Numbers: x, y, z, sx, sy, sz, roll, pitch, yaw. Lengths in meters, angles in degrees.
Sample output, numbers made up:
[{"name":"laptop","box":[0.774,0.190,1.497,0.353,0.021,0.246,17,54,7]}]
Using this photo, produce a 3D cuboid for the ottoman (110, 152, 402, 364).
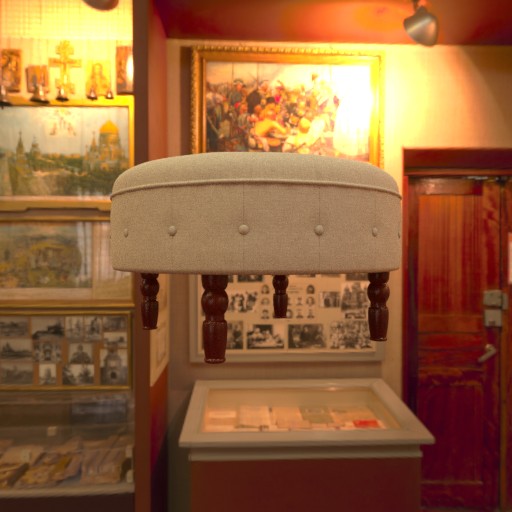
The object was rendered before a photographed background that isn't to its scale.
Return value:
[{"name":"ottoman","box":[0.000,0.000,1.357,0.849,0.478,0.849,0,0,0]}]
